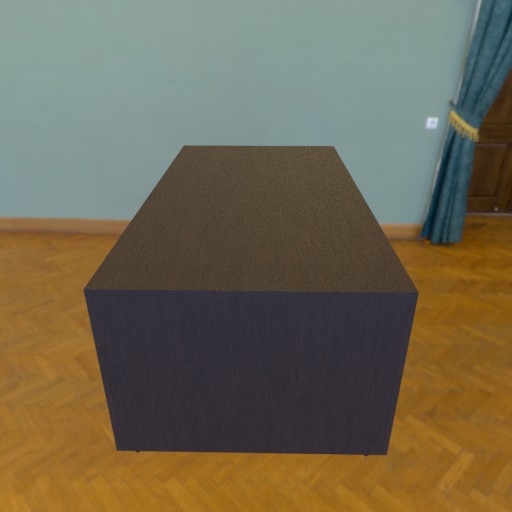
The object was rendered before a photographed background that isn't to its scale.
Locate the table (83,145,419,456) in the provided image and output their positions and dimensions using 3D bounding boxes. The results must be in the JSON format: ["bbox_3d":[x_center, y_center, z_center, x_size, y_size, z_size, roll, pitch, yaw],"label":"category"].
[{"bbox_3d":[0.000,0.000,1.374,0.597,0.424,1.099,1,27,1],"label":"table"}]
